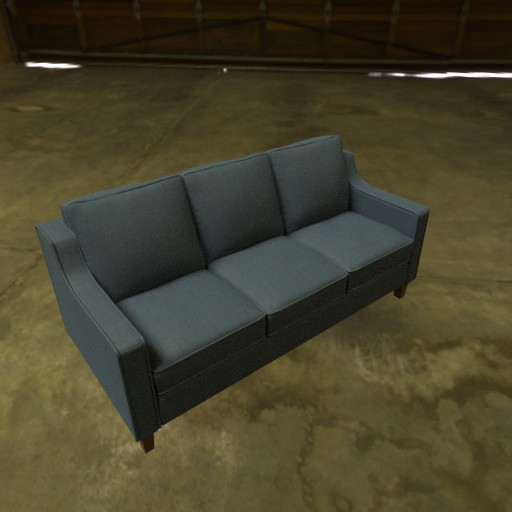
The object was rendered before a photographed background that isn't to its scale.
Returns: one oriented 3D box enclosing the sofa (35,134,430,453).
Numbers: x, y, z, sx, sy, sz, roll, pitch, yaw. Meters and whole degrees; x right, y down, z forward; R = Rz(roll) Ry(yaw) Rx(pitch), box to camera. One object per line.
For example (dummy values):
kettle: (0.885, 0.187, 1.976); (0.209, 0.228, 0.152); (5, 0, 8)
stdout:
sofa: (0.000, 0.000, 2.510); (1.986, 0.974, 0.911); (-22, 38, -32)
